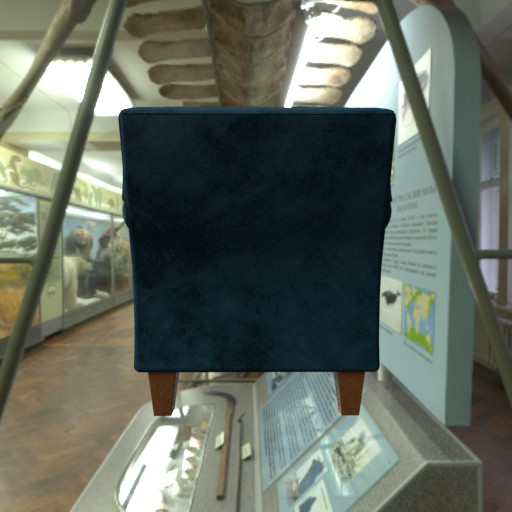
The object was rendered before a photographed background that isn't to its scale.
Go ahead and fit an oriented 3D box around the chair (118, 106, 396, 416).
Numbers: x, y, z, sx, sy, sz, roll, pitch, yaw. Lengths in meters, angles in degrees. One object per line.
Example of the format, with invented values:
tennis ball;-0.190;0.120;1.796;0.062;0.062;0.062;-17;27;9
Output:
chair;0.000;0.000;1.853;0.895;1.076;1.078;0;1;0
